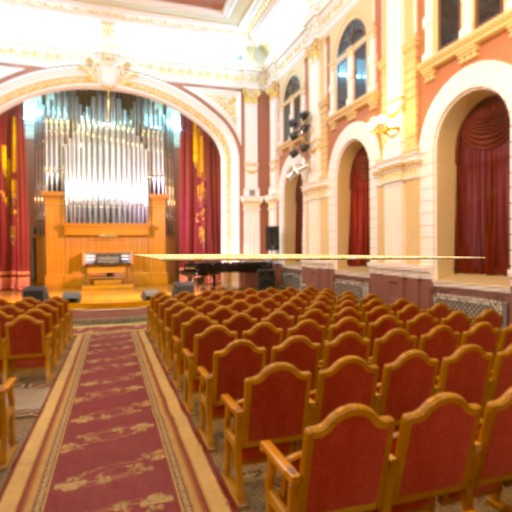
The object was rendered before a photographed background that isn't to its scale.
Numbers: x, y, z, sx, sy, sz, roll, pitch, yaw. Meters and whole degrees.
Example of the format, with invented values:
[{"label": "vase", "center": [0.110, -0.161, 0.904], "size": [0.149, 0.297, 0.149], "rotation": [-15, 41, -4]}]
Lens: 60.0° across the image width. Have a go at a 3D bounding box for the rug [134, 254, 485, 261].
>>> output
[{"label": "rug", "center": [0.000, 0.000, 3.017], "size": [1.511, 0.010, 2.424], "rotation": [0, 1, -18]}]
